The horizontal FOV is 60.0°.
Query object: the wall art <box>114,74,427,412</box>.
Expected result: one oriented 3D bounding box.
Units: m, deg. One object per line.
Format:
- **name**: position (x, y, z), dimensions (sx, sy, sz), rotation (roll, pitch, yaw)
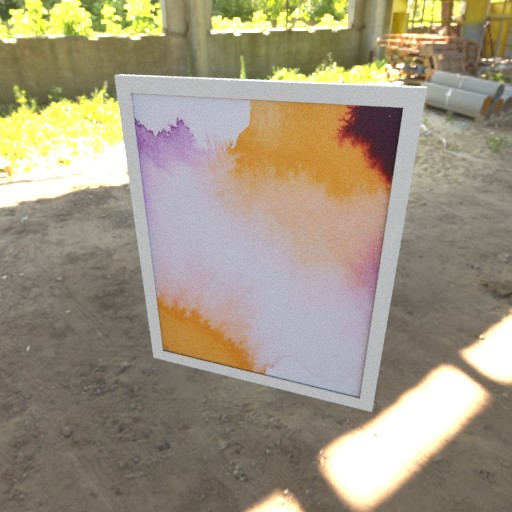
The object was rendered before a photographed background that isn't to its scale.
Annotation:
- **wall art**: position (0.000, 0.000, 1.095), dimensions (0.661, 0.811, 0.026), rotation (9, 29, 17)
